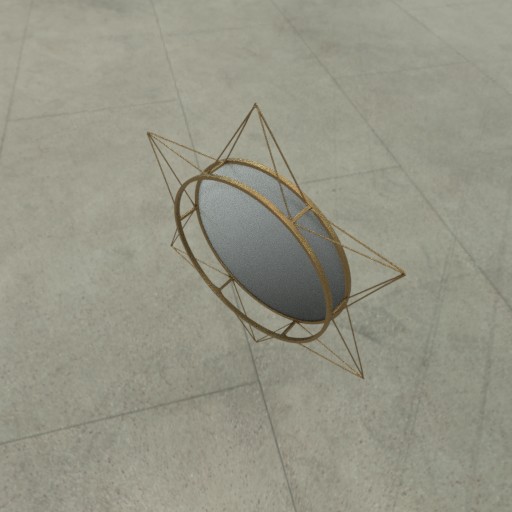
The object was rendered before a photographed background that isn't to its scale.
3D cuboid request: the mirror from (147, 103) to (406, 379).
[{"bbox_3d":[0.000,0.000,0.777,0.498,0.581,0.062,32,56,25],"label":"mirror"}]
